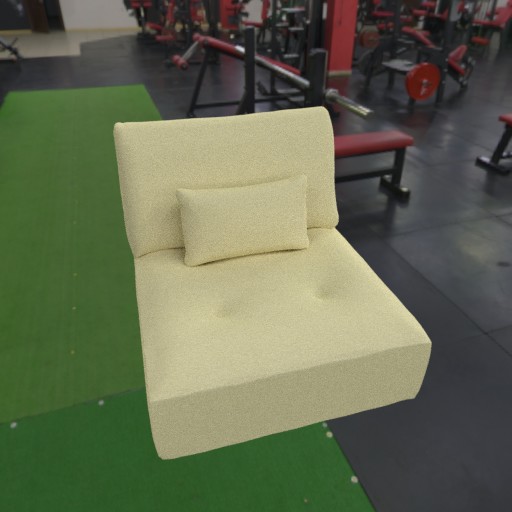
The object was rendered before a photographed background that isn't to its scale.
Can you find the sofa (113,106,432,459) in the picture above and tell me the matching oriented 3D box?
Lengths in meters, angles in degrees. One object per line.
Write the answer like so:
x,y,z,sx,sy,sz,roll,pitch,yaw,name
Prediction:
0.000,0.000,1.679,0.930,0.820,1.000,-9,34,-13,sofa
